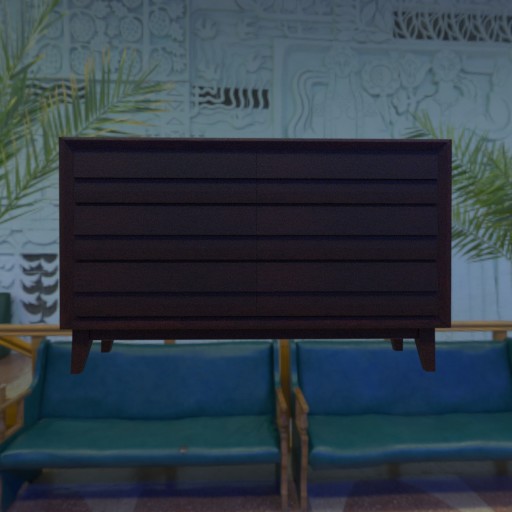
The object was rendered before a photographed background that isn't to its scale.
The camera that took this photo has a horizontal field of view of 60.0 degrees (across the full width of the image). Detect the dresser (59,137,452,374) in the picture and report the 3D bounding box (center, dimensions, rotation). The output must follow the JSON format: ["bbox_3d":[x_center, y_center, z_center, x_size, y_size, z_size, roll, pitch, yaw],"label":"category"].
[{"bbox_3d":[0.000,0.000,2.064,1.609,0.971,0.499,0,1,-1],"label":"dresser"}]
